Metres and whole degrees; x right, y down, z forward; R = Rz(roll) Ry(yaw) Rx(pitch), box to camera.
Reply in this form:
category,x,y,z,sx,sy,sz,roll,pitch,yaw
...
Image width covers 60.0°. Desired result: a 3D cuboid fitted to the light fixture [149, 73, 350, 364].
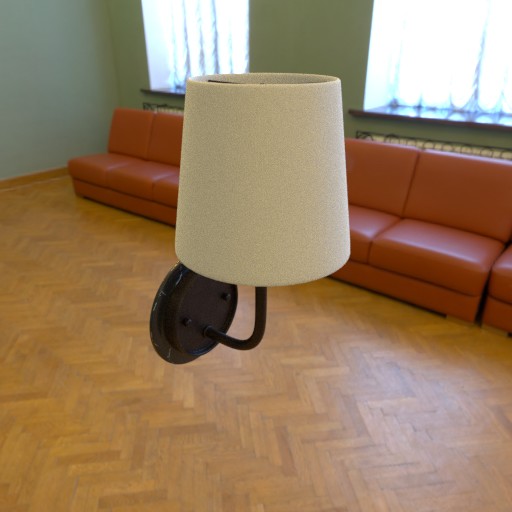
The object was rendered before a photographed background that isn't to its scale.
category,x,y,z,sx,sy,sz,roll,pitch,yaw
light fixture,0.000,0.000,0.450,0.188,0.337,0.168,18,31,32
